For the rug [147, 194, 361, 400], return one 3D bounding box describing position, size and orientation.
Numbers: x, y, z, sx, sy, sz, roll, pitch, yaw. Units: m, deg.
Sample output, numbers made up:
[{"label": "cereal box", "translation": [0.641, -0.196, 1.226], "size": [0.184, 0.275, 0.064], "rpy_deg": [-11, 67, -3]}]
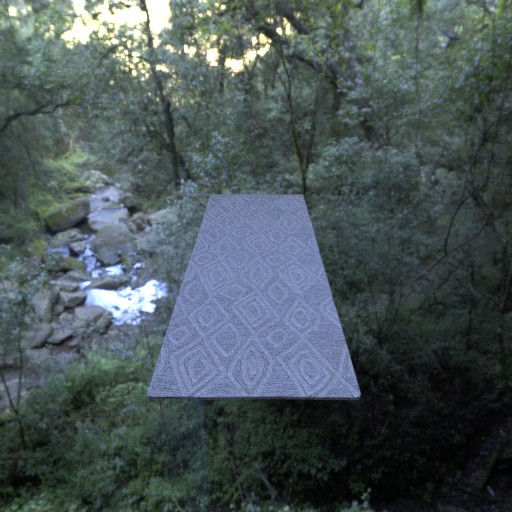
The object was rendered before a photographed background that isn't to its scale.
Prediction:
[{"label": "rug", "translation": [0.000, 0.000, 2.734], "size": [0.807, 0.013, 2.436], "rpy_deg": [0, 26, 0]}]
